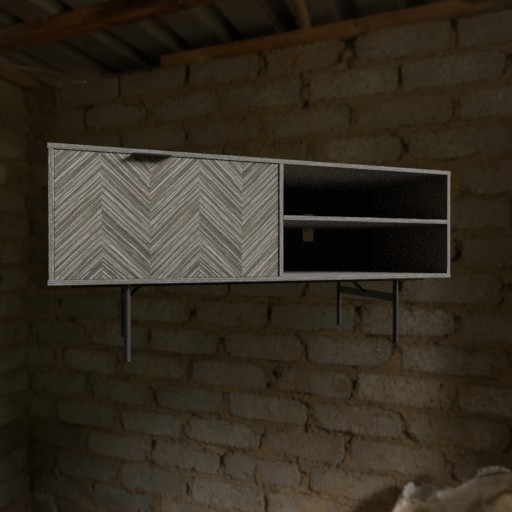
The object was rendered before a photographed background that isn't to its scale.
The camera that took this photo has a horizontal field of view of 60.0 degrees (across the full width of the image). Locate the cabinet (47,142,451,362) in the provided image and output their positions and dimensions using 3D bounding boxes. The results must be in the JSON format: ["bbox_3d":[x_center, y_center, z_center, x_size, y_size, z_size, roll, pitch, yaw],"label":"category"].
[{"bbox_3d":[0.000,0.000,1.580,1.300,0.599,0.500,0,0,-18],"label":"cabinet"}]
